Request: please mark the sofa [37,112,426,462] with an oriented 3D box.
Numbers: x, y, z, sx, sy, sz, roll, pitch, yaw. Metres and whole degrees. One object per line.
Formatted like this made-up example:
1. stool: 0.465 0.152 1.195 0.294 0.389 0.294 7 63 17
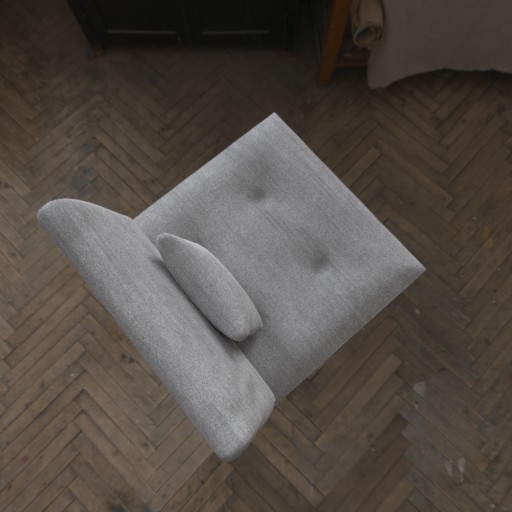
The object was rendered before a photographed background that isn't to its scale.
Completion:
1. sofa: 0.000 0.000 1.674 1.000 0.820 0.930 -39 79 -9
